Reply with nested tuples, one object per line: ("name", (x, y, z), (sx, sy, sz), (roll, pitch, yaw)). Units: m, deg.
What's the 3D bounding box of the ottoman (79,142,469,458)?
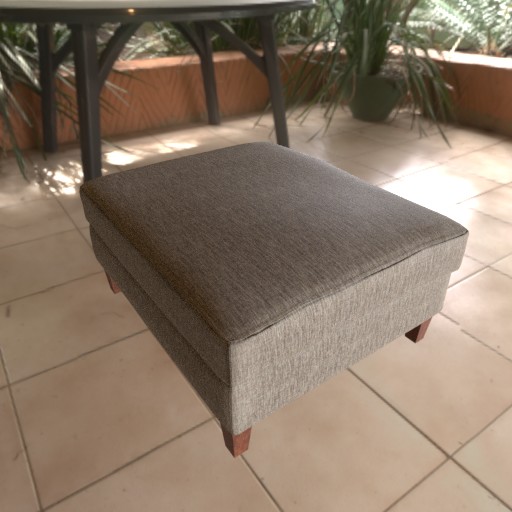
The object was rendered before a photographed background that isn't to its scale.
("ottoman", (0.000, 0.000, 1.493), (0.839, 0.492, 0.994), (-21, 38, -29))
